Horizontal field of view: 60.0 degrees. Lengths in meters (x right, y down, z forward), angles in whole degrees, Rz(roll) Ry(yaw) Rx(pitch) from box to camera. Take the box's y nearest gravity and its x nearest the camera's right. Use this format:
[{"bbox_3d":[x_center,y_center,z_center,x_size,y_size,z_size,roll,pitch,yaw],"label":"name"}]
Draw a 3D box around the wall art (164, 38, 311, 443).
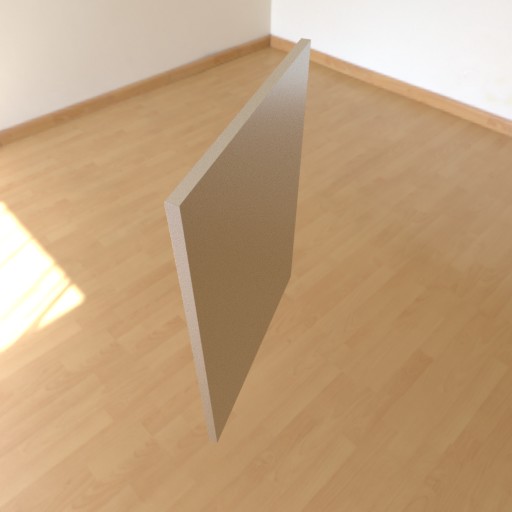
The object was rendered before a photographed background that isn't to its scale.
[{"bbox_3d":[0.000,0.000,1.412,0.030,1.046,0.816,16,48,15],"label":"wall art"}]
